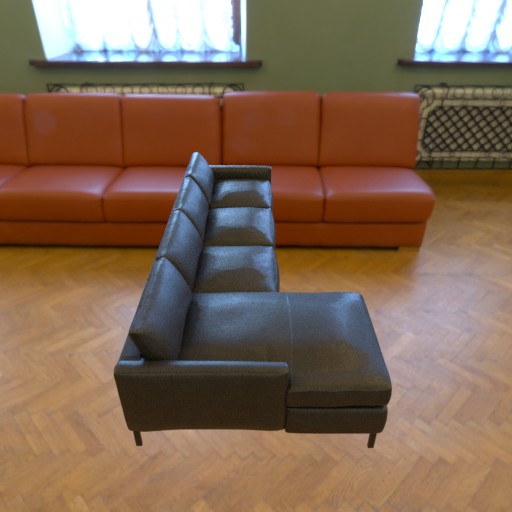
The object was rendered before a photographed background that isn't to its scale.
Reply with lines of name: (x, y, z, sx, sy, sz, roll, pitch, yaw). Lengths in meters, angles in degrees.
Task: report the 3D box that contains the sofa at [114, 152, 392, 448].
sofa: (0.000, 0.000, 3.627, 1.471, 0.859, 2.993, 0, 32, 0)
